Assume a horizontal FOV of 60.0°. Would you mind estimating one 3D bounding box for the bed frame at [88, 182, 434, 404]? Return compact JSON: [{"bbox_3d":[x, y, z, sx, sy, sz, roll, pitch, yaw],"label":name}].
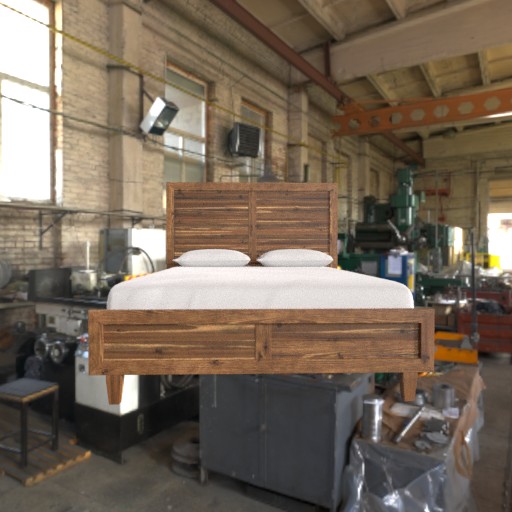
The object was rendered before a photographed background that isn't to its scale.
[{"bbox_3d":[0.000,0.000,3.300,1.696,1.417,2.276,0,1,-2],"label":"bed frame"}]
